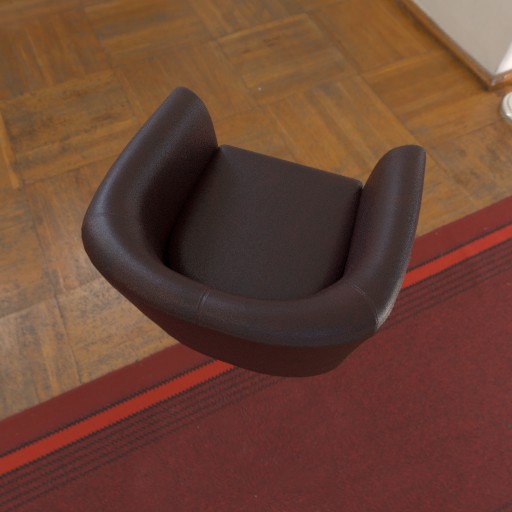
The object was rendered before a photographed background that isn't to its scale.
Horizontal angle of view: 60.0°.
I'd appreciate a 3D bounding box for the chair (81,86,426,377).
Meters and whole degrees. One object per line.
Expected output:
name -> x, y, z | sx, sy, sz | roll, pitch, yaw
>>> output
chair -> 0.000, 0.000, 1.356 | 0.792, 0.756, 0.727 | 17, 63, 9
